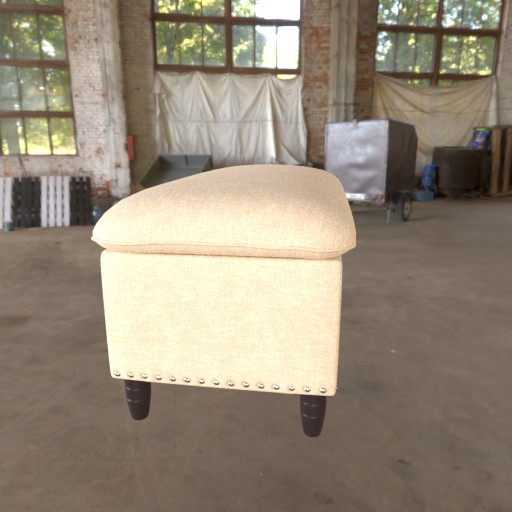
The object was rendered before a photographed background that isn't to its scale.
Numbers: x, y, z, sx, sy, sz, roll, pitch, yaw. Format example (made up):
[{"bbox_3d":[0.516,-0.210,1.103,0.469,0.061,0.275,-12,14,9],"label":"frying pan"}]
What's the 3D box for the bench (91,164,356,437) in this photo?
[{"bbox_3d":[0.000,0.000,1.239,0.483,0.483,0.991,2,15,8],"label":"bench"}]
